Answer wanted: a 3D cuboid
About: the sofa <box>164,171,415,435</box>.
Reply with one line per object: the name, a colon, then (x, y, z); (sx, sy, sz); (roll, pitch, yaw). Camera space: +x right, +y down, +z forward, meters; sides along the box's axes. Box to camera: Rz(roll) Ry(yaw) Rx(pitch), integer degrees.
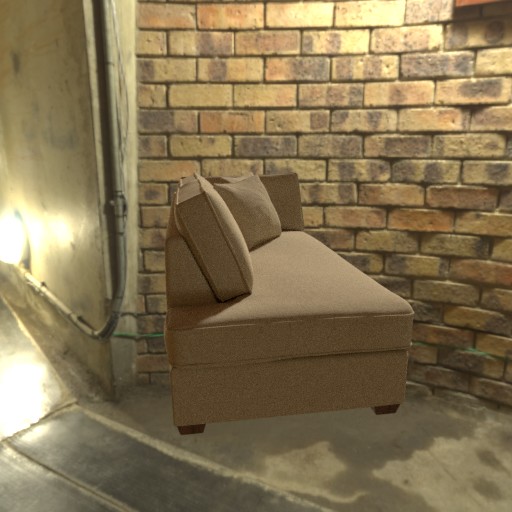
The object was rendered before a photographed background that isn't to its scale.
sofa: (0.000, 0.000, 2.894); (1.110, 1.033, 2.237); (-2, 14, -9)
